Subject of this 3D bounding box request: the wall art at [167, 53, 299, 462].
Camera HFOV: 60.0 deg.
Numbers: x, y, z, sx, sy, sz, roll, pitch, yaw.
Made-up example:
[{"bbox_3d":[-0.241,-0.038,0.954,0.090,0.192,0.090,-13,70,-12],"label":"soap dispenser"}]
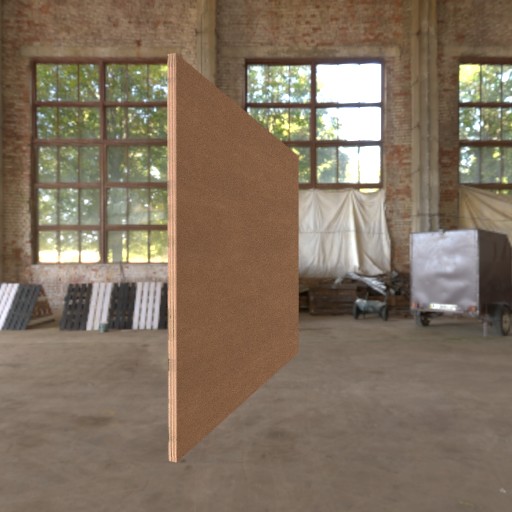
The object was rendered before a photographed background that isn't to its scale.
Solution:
[{"bbox_3d":[0.000,0.000,0.683,0.010,0.408,0.508,0,1,19],"label":"wall art"}]
